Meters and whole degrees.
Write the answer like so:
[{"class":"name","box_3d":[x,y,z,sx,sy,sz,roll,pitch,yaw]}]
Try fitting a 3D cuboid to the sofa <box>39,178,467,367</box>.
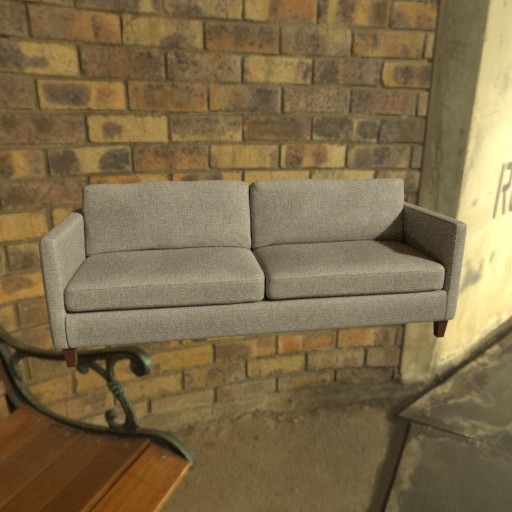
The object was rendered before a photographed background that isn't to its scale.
[{"class":"sofa","box_3d":[0.000,0.000,2.938,2.434,0.951,0.948,-3,17,-9]}]
